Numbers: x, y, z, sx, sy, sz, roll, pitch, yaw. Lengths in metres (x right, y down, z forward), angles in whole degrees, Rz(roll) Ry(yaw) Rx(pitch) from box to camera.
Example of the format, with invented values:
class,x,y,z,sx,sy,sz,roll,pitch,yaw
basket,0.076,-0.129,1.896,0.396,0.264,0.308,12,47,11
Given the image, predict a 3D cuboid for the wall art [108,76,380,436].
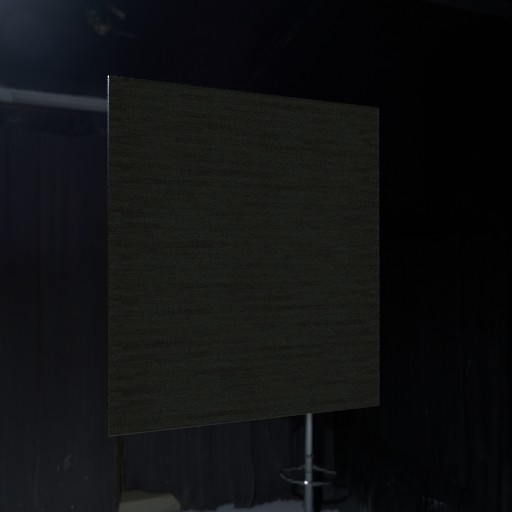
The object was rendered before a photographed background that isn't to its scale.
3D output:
class,x,y,z,sx,sy,sz,roll,pitch,yaw
wall art,0.000,0.000,0.762,0.483,0.559,0.009,0,0,-17
